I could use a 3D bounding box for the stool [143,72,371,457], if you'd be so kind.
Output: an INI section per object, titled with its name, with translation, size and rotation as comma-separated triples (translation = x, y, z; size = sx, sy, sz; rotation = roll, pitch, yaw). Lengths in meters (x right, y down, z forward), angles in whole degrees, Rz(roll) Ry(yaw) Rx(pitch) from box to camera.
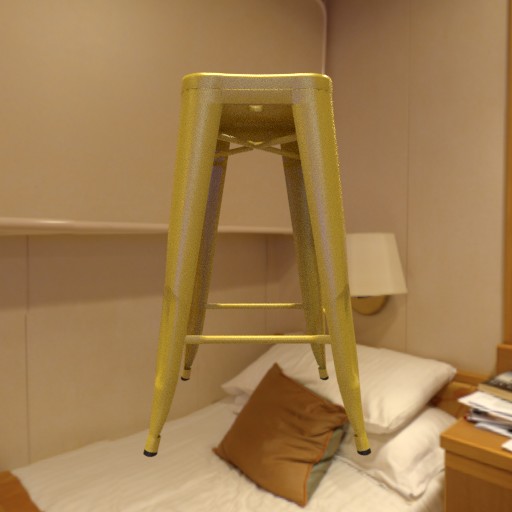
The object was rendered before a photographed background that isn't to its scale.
[stool]
translation = 0.000, 0.000, 0.871
size = 0.359, 0.609, 0.399
rotation = 0, 2, -1
